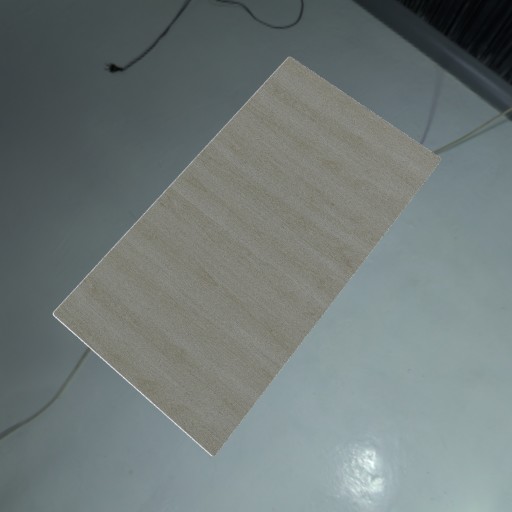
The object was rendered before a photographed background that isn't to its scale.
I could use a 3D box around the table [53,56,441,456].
[{"bbox_3d":[0.000,0.000,2.209,0.900,0.760,1.600,38,79,9],"label":"table"}]
